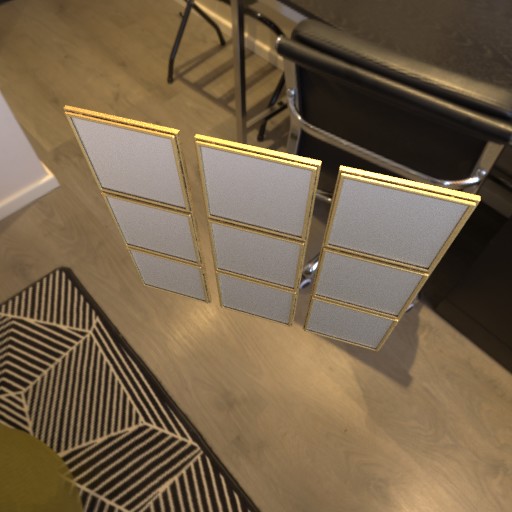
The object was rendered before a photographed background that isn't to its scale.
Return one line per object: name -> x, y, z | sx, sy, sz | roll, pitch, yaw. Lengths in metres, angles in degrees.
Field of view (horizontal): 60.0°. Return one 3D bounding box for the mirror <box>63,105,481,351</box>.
mirror -> 0.000, 0.000, 1.426 | 1.011, 0.926, 0.023 | 15, 59, 9
